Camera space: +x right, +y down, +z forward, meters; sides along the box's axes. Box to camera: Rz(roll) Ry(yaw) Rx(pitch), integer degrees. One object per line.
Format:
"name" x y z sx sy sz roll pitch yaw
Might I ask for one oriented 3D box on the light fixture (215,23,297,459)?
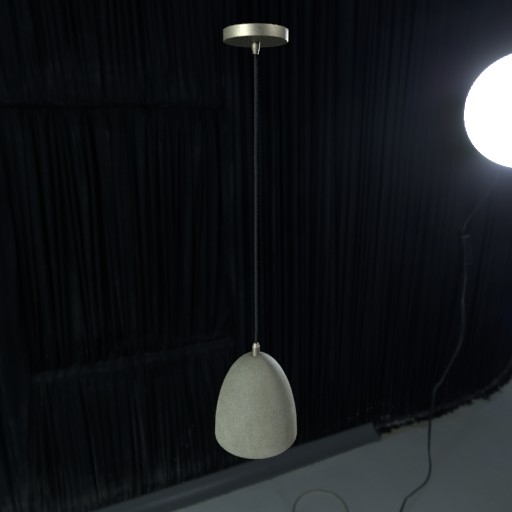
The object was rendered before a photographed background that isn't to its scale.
"light fixture" 0.000 0.000 0.823 0.170 0.759 0.170 -8 18 -25
